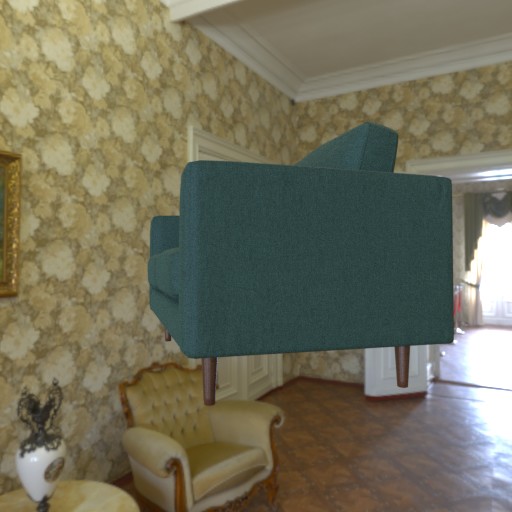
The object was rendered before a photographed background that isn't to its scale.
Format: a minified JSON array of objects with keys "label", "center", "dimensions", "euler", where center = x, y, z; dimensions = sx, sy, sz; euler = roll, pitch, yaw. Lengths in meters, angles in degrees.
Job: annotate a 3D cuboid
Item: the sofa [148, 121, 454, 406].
[{"label":"sofa","center":[0.000,0.000,1.963],"dimensions":[0.879,0.899,1.430],"euler":[0,-2,-17]}]
